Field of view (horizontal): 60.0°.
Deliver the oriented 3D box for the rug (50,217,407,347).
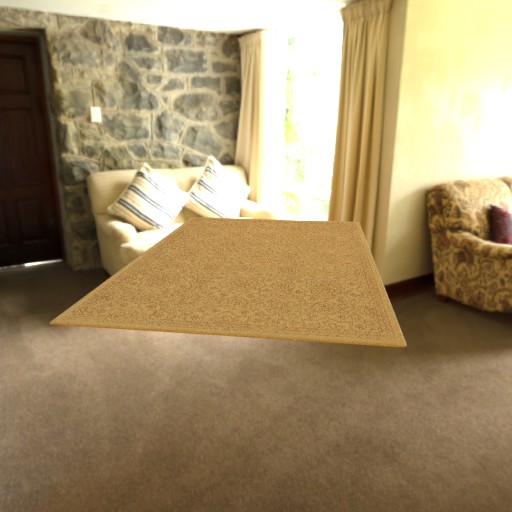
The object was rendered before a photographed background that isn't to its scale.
[{"bbox_3d":[0.000,0.000,2.347,1.219,0.010,1.829,2,17,8],"label":"rug"}]
